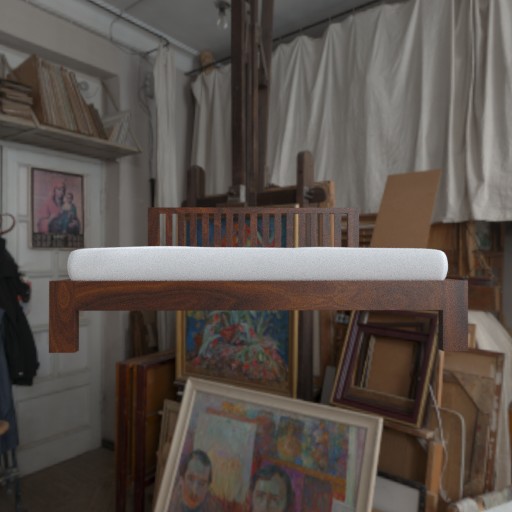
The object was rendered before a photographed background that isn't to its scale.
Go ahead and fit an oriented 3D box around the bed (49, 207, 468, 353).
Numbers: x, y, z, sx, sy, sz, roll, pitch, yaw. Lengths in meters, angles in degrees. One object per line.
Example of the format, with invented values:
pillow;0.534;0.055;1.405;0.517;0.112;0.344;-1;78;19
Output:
bed;0.000;0.000;3.032;1.905;0.890;2.030;0;0;-1
